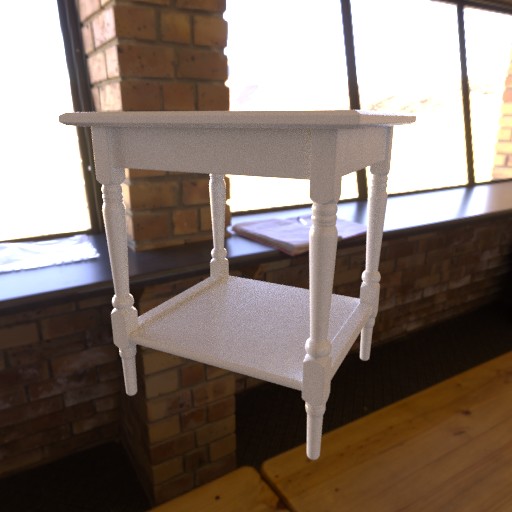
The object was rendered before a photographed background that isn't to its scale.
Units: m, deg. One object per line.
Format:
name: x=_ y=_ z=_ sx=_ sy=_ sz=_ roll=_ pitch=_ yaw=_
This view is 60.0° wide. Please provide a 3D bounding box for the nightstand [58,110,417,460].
nightstand: x=0.000 y=0.000 z=0.902 sx=0.505 sy=0.555 sz=0.459 roll=9 pitch=19 yaw=26
